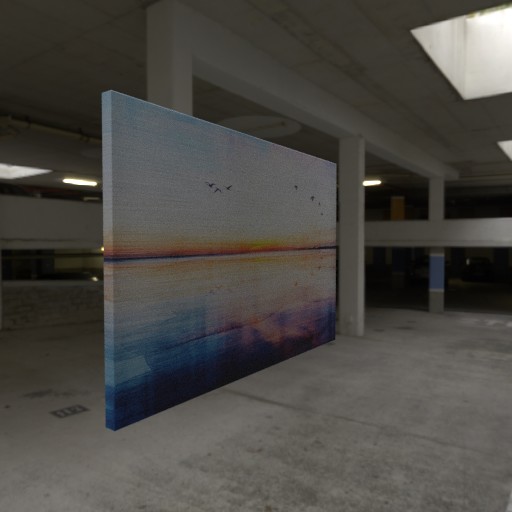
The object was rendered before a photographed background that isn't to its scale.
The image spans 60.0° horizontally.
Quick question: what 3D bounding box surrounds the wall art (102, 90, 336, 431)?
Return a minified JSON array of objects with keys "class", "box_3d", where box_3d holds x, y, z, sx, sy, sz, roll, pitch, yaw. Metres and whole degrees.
[{"class":"wall art","box_3d":[0.000,0.000,0.771,0.018,0.402,0.604,1,2,35]}]
